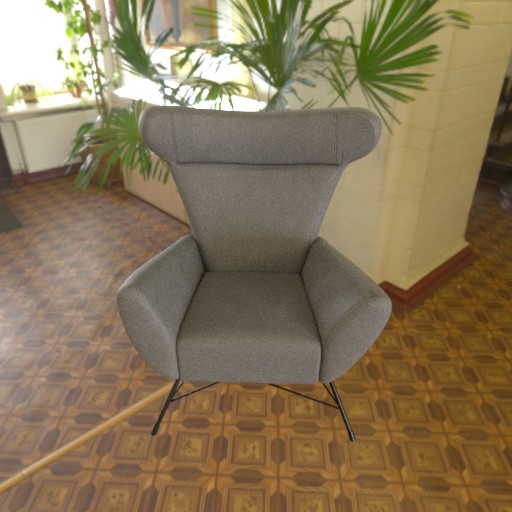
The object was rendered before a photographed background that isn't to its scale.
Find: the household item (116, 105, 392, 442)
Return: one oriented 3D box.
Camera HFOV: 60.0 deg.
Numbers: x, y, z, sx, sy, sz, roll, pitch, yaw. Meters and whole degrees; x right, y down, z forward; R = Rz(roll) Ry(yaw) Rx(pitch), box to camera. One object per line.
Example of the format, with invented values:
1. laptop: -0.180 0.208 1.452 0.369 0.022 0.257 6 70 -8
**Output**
1. household item: 0.000 0.000 1.775 0.980 1.050 0.900 1 30 2
